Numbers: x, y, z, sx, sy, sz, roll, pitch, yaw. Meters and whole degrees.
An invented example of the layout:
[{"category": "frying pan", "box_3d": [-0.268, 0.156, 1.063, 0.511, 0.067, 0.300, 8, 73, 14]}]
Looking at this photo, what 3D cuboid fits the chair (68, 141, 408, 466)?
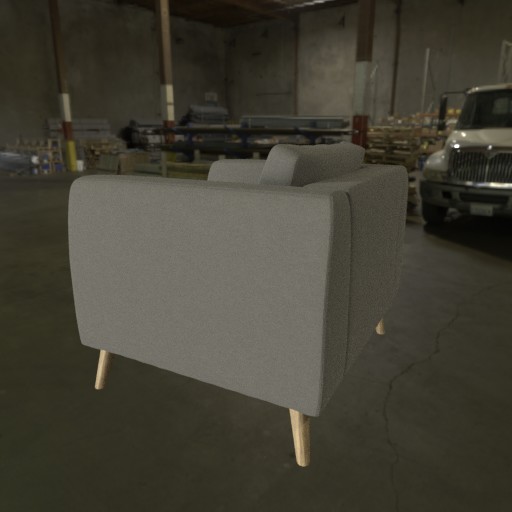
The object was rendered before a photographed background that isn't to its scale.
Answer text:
[{"category": "chair", "box_3d": [0.000, 0.000, 1.699, 0.930, 0.860, 1.000, 9, 18, 27]}]
